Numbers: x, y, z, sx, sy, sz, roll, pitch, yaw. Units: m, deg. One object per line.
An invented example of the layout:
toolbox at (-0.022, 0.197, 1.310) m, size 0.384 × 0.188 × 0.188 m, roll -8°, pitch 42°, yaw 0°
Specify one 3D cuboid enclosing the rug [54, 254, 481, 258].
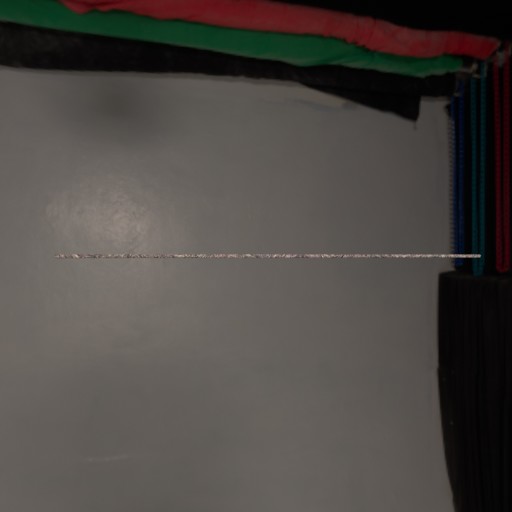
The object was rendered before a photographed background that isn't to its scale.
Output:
rug at (0.000, 0.000, 2.970) m, size 2.298 × 0.017 × 1.501 m, roll 0°, pitch 0°, yaw -18°
